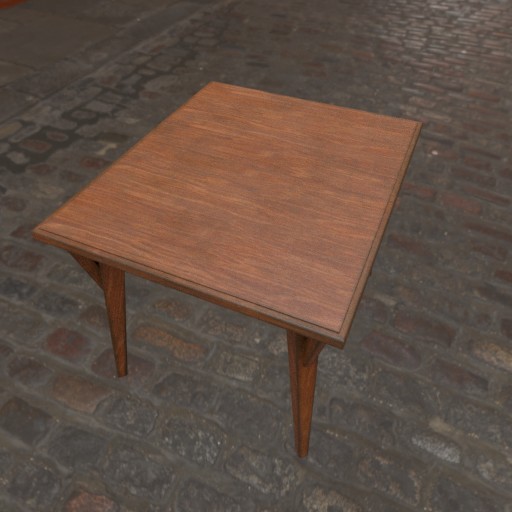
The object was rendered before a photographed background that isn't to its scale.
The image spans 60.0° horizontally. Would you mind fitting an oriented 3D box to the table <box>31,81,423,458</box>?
[{"bbox_3d":[0.000,0.000,1.611,0.838,0.761,0.991,17,48,17],"label":"table"}]
